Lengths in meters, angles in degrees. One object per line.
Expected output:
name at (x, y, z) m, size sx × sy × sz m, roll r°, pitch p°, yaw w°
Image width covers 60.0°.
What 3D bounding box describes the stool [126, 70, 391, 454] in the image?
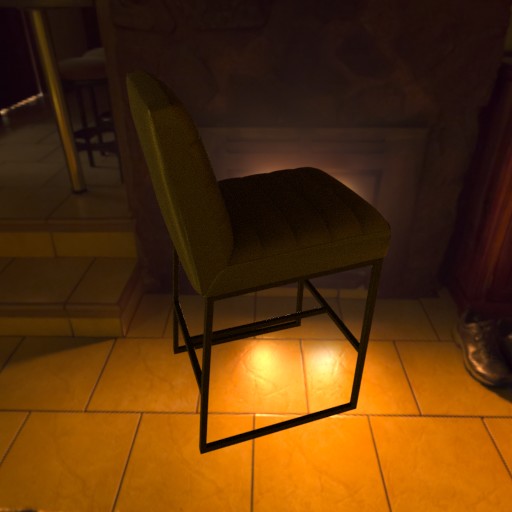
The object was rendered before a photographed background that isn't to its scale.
stool at (0.000, 0.000, 1.231) m, size 0.552 × 0.938 × 0.457 m, roll -10°, pitch 32°, yaw -16°
